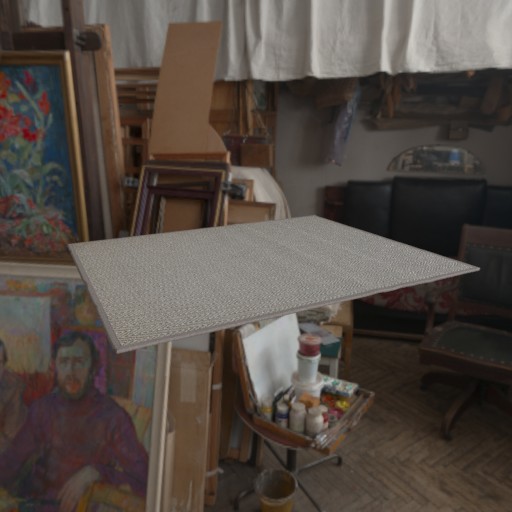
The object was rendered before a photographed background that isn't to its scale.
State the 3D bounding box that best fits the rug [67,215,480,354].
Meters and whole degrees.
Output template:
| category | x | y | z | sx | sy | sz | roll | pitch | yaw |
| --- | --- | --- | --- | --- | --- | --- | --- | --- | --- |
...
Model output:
| category | x | y | z | sx | sy | sz | roll | pitch | yaw |
| --- | --- | --- | --- | --- | --- | --- | --- | --- | --- |
| rug | 0.000 | 0.000 | 4.086 | 3.007 | 0.032 | 2.434 | -9 | 19 | -26 |
